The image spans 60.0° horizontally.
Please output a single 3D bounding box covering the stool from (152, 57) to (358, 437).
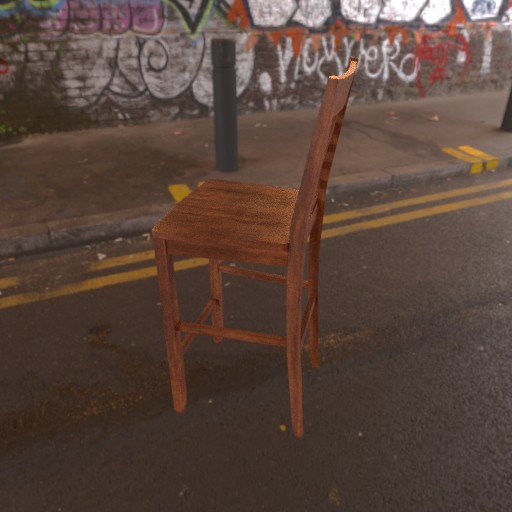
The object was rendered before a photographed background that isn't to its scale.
[{"bbox_3d":[0.000,0.000,1.373,0.487,1.105,0.433,8,30,14],"label":"stool"}]
